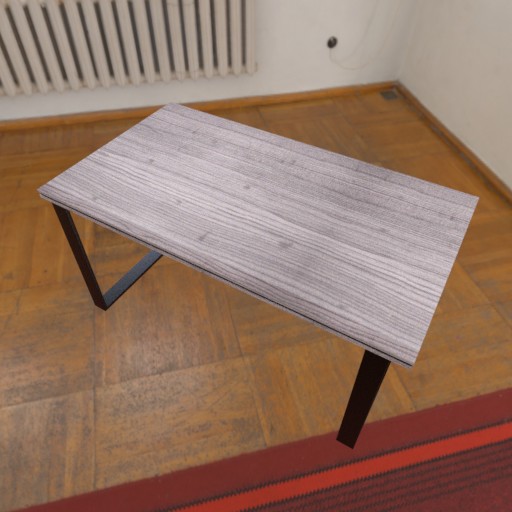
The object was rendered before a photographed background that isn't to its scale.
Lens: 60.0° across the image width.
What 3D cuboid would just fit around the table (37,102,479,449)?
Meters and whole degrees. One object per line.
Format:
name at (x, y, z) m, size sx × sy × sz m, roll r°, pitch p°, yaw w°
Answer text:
table at (0.000, 0.000, 2.075) m, size 1.579 × 0.736 × 0.881 m, roll 23°, pitch 50°, yaw 21°
